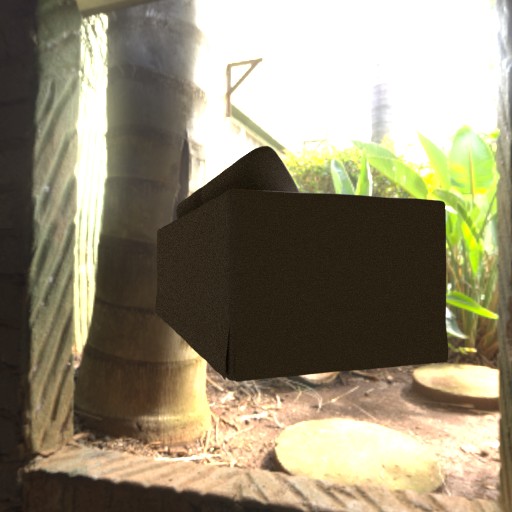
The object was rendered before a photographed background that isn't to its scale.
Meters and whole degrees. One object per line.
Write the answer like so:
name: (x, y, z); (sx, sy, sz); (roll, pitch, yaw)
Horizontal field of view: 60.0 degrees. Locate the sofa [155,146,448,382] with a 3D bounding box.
sofa: (0.000, 0.000, 2.674); (0.954, 0.881, 2.163); (0, -1, -19)
